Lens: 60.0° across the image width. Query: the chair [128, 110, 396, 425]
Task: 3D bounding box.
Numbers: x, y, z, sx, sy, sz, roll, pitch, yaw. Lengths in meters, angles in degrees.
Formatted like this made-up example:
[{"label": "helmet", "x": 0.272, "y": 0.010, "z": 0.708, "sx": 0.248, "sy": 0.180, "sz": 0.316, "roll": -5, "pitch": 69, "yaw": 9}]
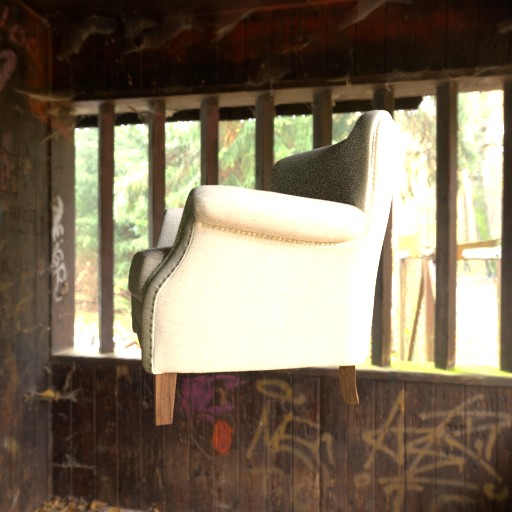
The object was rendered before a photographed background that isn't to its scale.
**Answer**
[{"label": "chair", "x": 0.000, "y": 0.000, "z": 1.662, "sx": 0.921, "sy": 0.936, "sz": 0.861, "roll": 0, "pitch": 1, "yaw": -18}]
